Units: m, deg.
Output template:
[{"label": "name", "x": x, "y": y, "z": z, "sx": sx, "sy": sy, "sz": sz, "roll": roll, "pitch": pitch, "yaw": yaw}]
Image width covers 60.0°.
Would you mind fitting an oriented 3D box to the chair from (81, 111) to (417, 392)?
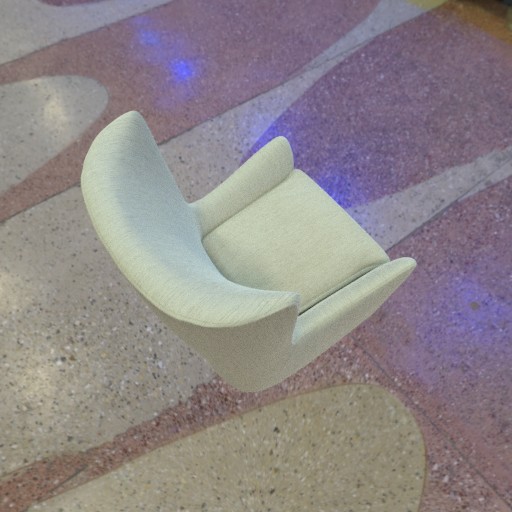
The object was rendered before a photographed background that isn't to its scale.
[{"label": "chair", "x": 0.000, "y": 0.000, "z": 1.624, "sx": 0.904, "sy": 1.000, "sz": 0.779, "roll": -32, "pitch": 64, "yaw": -18}]
